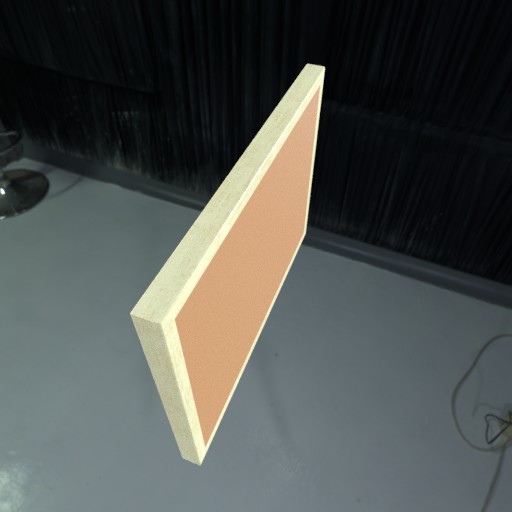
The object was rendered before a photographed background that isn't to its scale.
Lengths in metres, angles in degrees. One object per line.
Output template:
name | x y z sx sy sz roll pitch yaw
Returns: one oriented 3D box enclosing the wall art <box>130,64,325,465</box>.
wall art | 0.000 0.000 0.697 0.032 0.381 0.533 16 50 14
